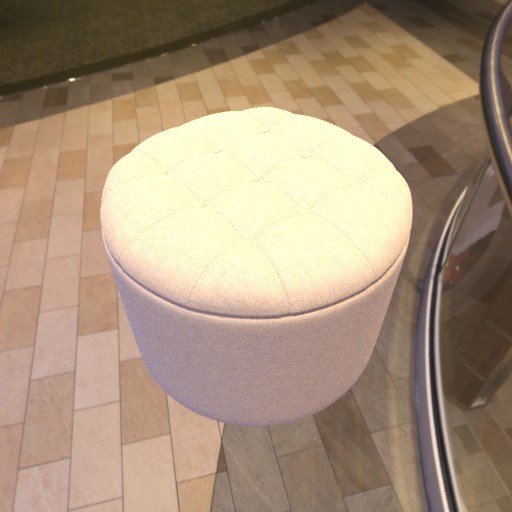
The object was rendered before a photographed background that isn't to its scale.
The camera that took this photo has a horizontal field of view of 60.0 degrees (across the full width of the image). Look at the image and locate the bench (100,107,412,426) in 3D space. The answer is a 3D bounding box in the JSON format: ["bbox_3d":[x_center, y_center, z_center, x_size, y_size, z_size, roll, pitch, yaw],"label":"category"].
[{"bbox_3d":[0.000,0.000,0.987,0.600,0.454,0.600,0,45,0],"label":"bench"}]
